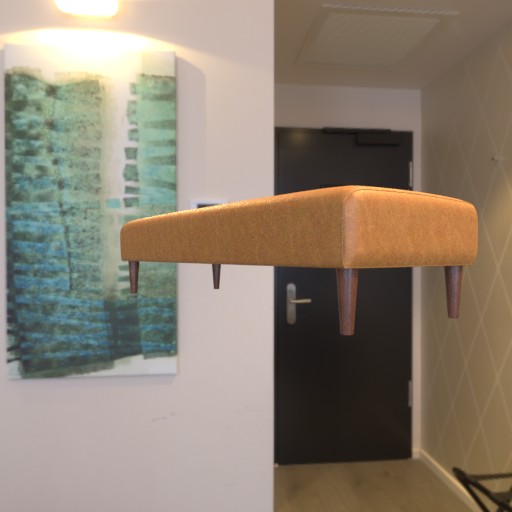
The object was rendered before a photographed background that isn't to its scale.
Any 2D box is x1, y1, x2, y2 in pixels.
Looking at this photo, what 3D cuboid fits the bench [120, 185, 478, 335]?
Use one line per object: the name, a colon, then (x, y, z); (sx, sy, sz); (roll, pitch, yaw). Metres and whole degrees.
bench: (0.000, 0.000, 1.893); (0.653, 0.399, 1.610); (0, 0, -36)
